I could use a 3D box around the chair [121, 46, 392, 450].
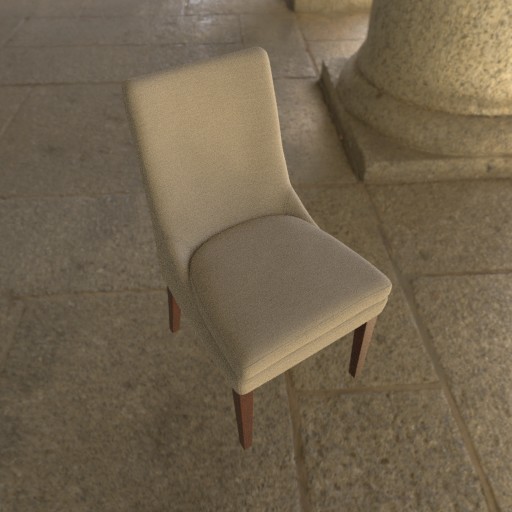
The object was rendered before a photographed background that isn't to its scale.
[{"bbox_3d":[0.000,0.000,1.306,0.515,0.940,0.638,-25,51,-22],"label":"chair"}]
